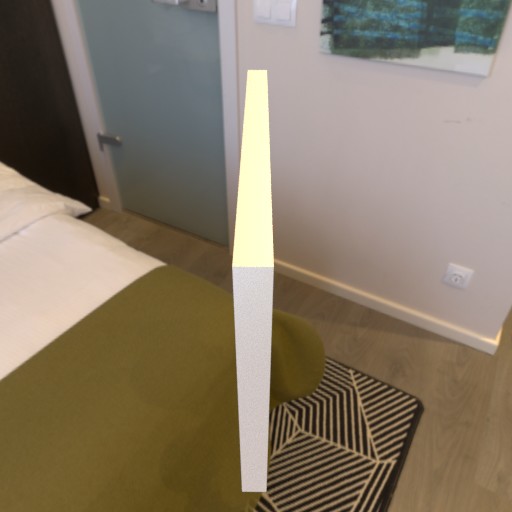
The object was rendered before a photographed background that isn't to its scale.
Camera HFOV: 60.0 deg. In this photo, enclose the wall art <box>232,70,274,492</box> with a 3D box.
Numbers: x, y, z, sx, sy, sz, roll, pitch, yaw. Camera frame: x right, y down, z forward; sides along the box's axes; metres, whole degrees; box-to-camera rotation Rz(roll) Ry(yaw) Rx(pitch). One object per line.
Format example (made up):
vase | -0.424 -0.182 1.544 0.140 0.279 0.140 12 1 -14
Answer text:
wall art | 0.000 0.000 1.371 0.066 0.801 1.056 0 39 0
